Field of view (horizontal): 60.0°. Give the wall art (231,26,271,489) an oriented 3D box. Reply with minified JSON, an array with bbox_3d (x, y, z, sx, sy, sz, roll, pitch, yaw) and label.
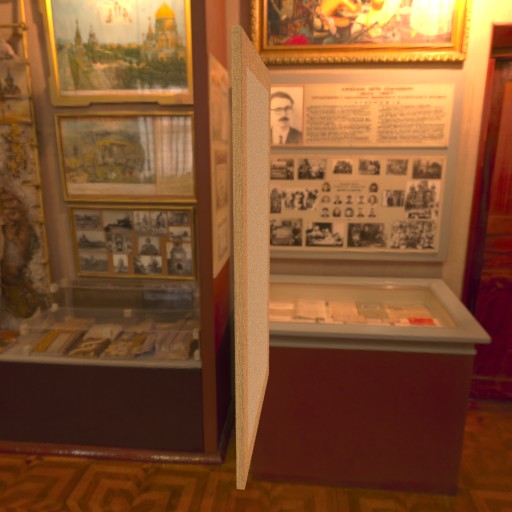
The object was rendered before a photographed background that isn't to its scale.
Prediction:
[{"bbox_3d":[0.000,0.000,0.818,0.013,0.683,0.381,2,14,7],"label":"wall art"}]
